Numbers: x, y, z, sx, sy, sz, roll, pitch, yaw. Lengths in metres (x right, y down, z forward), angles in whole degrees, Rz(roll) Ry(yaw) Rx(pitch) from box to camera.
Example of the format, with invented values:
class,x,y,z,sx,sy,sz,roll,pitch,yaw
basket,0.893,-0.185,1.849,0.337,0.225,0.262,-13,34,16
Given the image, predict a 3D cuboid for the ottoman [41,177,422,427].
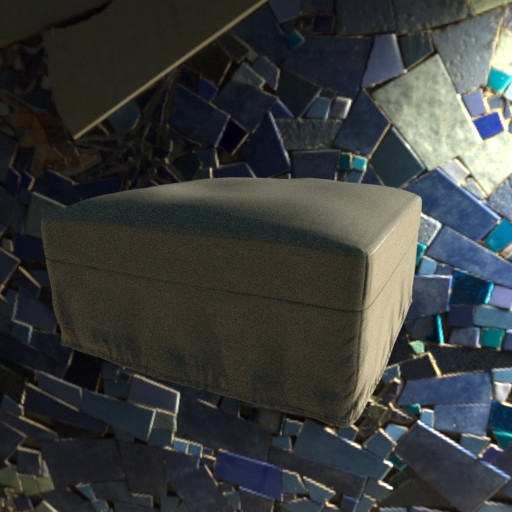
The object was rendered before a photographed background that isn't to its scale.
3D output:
class,x,y,z,sx,sy,sz,roll,pitch,yaw
ottoman,0.000,0.000,1.329,0.843,0.436,0.840,7,17,25
